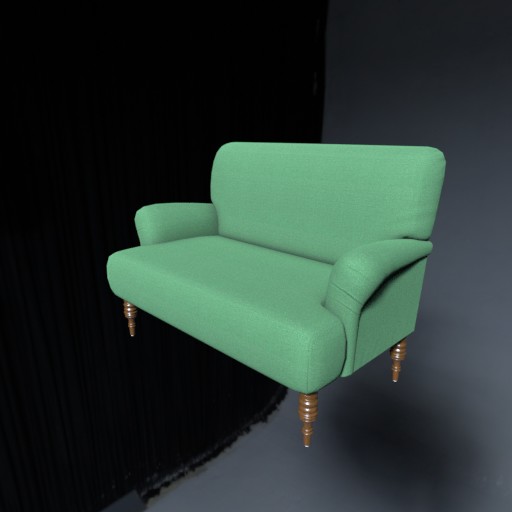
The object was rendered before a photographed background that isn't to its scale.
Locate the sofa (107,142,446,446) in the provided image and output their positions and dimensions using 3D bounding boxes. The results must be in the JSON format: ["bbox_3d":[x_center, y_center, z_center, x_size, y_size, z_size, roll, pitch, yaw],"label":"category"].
[{"bbox_3d":[0.000,0.000,1.836,0.779,0.889,1.297,-15,21,-42],"label":"sofa"}]
